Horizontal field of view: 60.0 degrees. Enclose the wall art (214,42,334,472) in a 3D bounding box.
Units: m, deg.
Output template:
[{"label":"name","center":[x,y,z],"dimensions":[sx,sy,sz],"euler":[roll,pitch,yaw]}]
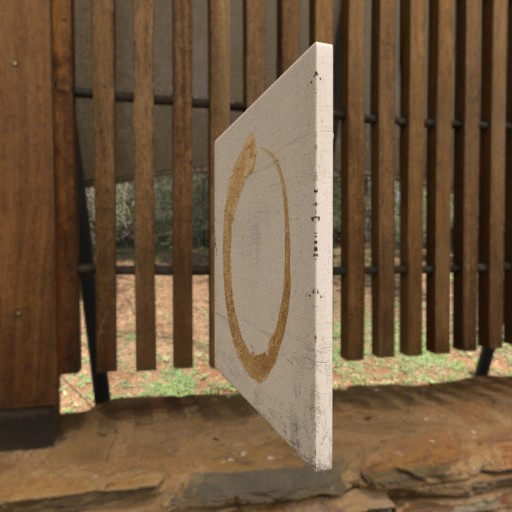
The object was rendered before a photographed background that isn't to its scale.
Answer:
[{"label":"wall art","center":[0.000,0.000,1.144],"dimensions":[0.038,0.762,0.762],"euler":[0,1,-19]}]
